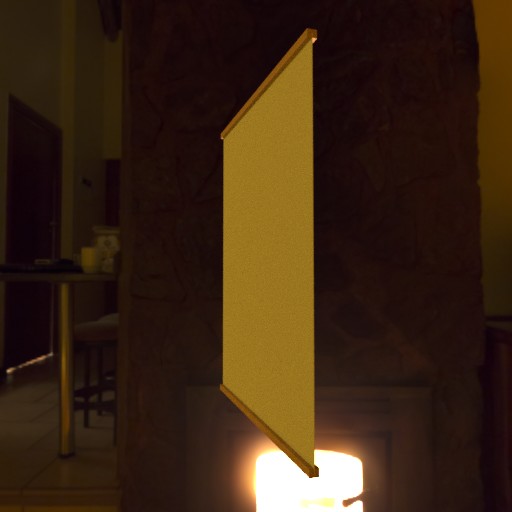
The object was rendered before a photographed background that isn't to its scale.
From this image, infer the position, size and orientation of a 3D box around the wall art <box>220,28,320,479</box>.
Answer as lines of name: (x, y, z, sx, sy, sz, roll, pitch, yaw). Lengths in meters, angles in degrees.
wall art: (0.000, 0.000, 0.693, 0.012, 0.508, 0.405, 1, -3, -19)
